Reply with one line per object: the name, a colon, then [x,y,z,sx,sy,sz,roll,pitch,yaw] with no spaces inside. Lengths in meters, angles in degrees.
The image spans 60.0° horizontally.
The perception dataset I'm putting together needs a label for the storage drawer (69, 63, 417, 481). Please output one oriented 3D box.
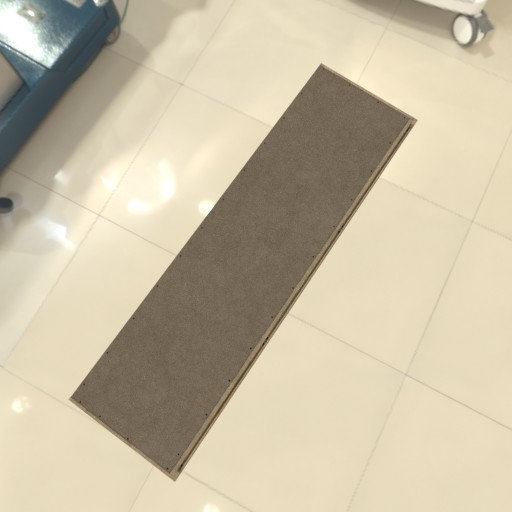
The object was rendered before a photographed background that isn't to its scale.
storage drawer: [0.000,0.000,2.253,0.591,0.274,2.072,34,79,7]
